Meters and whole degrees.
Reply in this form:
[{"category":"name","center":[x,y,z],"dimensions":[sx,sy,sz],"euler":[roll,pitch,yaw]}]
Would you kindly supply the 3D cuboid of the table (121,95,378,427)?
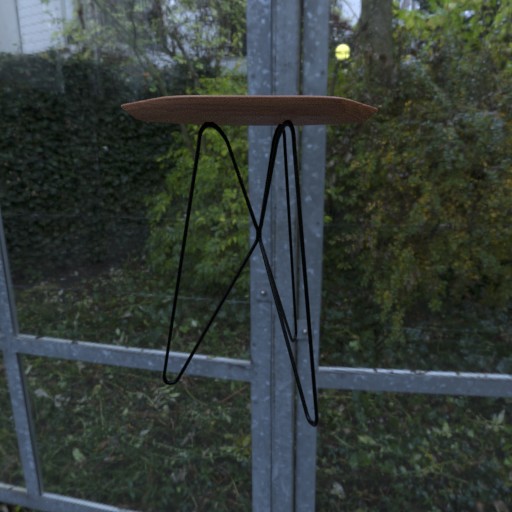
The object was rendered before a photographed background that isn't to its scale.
[{"category":"table","center":[0.000,0.000,0.884],"dimensions":[0.400,0.562,0.500],"euler":[7,16,25]}]
